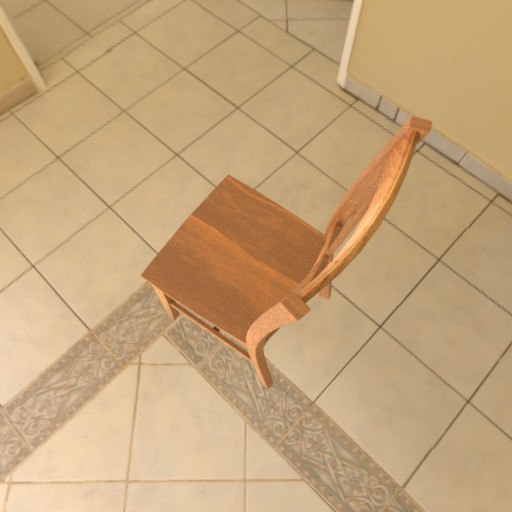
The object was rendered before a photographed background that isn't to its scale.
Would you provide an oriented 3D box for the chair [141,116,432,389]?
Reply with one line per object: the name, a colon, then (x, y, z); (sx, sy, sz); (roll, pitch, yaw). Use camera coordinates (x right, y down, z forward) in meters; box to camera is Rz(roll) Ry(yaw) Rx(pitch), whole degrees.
chair: (0.000, 0.000, 1.277); (0.542, 0.983, 0.485); (32, 69, 14)
